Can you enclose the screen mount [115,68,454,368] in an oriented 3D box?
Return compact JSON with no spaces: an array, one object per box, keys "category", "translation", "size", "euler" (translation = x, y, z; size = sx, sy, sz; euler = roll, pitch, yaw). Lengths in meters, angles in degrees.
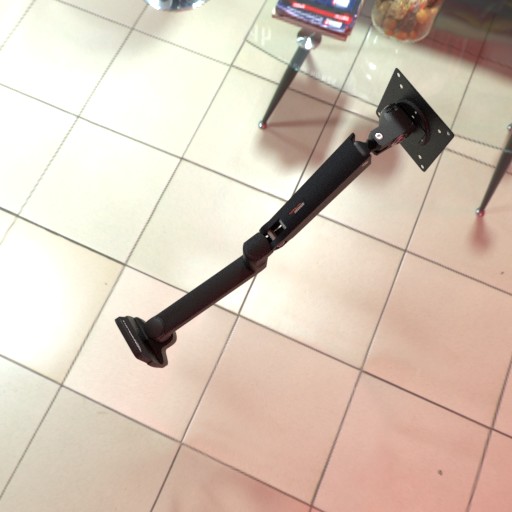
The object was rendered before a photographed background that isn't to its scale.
[{"category":"screen mount","translation":[0.000,0.000,0.732],"size":[0.495,0.466,0.115],"euler":[-32,77,-8]}]
